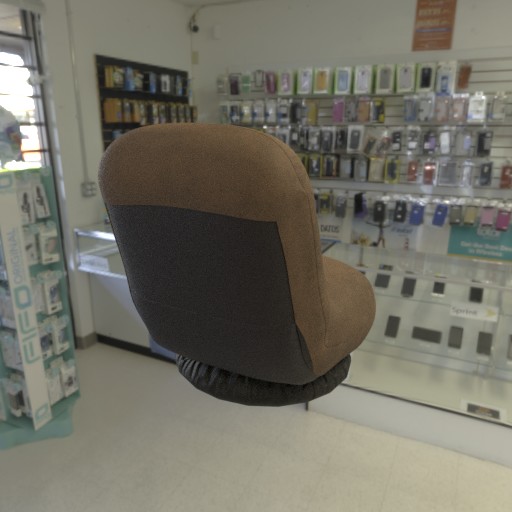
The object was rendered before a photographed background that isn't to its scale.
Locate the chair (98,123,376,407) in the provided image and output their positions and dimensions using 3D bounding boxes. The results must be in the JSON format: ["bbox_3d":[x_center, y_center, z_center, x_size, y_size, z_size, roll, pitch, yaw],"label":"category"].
[{"bbox_3d":[0.000,0.000,1.037,0.521,0.594,0.597,9,18,27],"label":"chair"}]
